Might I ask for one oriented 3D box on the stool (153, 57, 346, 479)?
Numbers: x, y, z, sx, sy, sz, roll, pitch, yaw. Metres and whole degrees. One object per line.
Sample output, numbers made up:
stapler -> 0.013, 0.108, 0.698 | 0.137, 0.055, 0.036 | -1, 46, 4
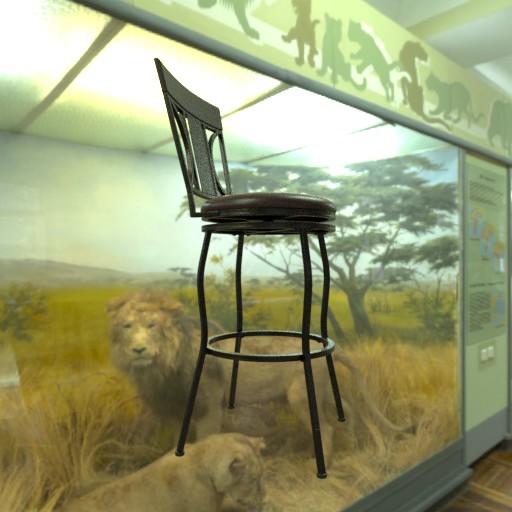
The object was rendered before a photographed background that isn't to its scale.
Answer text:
stool -> 0.000, 0.000, 1.403 | 0.513, 1.130, 0.448 | 0, 0, 18
